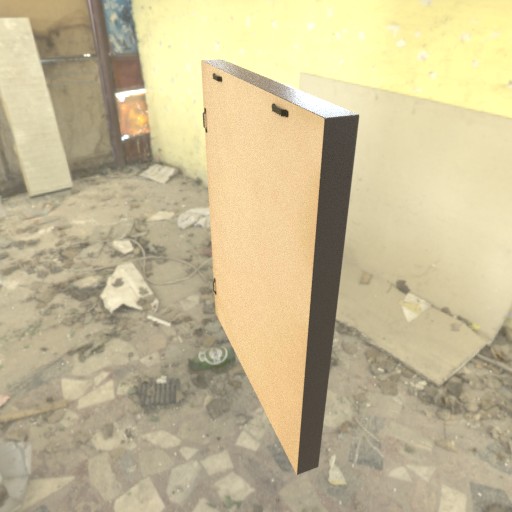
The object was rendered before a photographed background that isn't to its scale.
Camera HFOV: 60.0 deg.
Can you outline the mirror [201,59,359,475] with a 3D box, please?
[{"bbox_3d":[0.000,0.000,0.680,0.041,0.509,0.406,-11,33,-18],"label":"mirror"}]
